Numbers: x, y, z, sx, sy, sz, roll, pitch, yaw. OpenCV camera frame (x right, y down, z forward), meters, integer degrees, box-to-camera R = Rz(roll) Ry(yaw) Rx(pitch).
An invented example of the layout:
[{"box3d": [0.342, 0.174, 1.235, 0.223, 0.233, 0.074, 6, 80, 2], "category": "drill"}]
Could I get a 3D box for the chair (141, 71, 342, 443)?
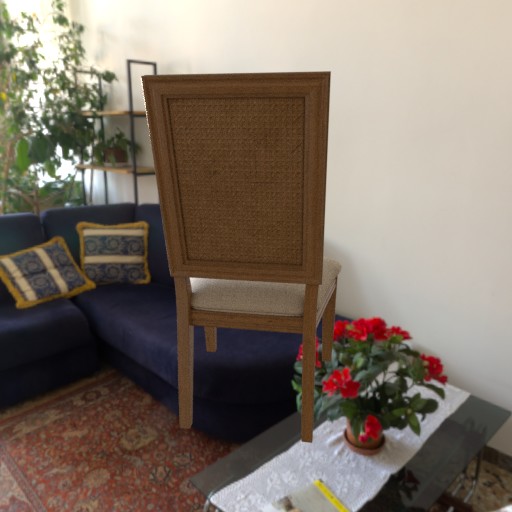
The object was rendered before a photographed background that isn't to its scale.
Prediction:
[{"box3d": [0.000, 0.000, 1.365, 0.536, 0.988, 0.601, 3, 17, 9], "category": "chair"}]
